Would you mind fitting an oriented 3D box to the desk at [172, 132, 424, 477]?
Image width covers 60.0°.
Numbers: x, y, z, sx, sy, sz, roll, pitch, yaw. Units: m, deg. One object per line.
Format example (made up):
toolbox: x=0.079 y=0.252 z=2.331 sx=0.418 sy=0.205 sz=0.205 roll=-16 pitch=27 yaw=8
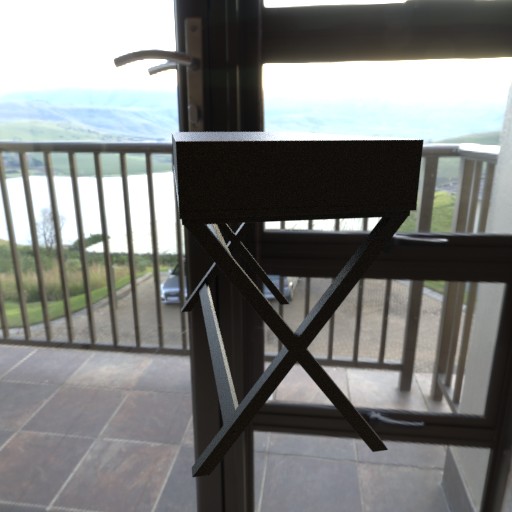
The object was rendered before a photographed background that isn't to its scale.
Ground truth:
desk: x=0.000 y=0.000 z=1.478 sx=0.504 sy=0.780 sz=1.057 roll=-3 pitch=17 yaw=-10
